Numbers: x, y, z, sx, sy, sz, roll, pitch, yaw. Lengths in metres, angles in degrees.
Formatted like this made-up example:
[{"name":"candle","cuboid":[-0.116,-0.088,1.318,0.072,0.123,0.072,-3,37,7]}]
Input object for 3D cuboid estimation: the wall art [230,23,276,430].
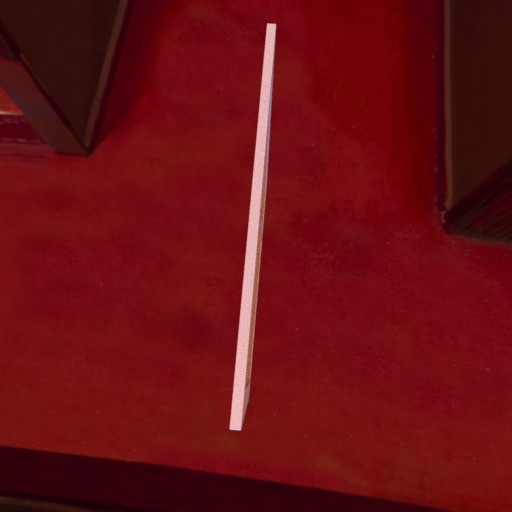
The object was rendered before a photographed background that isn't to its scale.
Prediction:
[{"name":"wall art","cuboid":[0.000,0.000,0.871,0.015,0.577,0.572,5,76,1]}]
